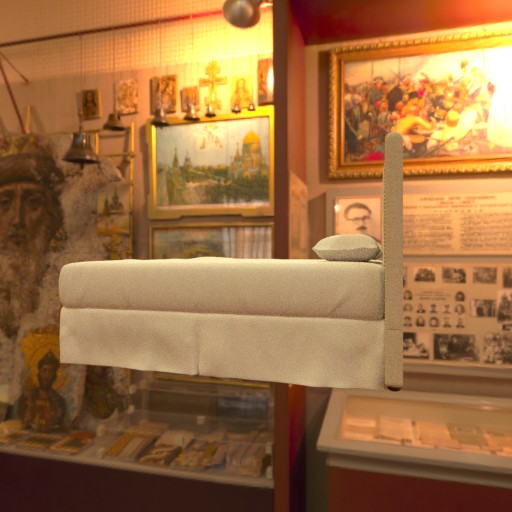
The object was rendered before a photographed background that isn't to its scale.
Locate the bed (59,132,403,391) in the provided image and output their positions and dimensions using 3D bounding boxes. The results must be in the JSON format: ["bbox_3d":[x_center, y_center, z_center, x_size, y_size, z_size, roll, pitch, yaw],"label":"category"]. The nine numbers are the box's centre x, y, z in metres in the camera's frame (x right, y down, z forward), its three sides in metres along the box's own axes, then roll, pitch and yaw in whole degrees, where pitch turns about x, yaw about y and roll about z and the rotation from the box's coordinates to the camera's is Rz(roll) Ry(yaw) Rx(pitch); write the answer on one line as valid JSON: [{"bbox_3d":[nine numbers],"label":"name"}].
[{"bbox_3d":[0.000,0.000,3.495,2.182,1.421,2.083,0,0,17],"label":"bed"}]
